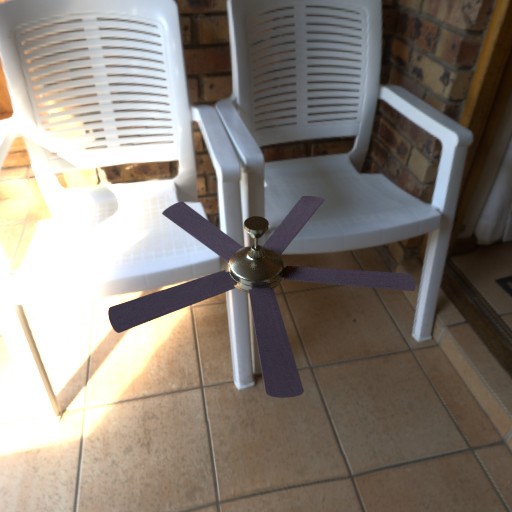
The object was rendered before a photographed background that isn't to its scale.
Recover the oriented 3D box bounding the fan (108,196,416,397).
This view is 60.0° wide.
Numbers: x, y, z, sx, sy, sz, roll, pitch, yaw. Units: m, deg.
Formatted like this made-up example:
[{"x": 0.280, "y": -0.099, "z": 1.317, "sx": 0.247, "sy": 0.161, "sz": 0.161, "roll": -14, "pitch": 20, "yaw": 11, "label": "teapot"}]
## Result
[{"x": 0.000, "y": 0.000, "z": 1.974, "sx": 1.321, "sy": 0.356, "sz": 1.321, "roll": -12, "pitch": 41, "yaw": -14, "label": "fan"}]
